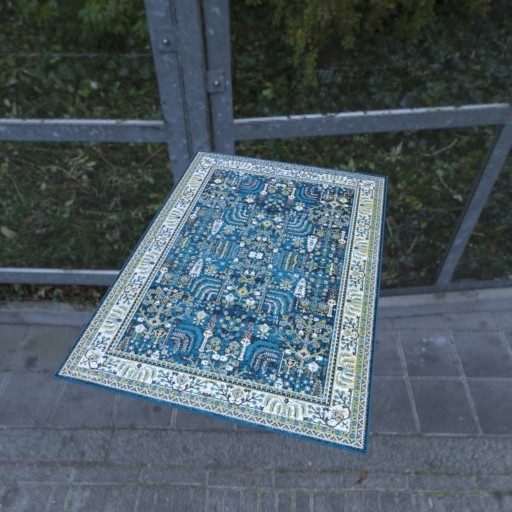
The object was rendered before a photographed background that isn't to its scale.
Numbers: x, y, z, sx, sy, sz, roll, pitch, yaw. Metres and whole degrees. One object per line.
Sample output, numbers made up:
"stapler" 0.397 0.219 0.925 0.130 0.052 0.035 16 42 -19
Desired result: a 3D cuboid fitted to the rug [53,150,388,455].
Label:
"rug" 0.000 0.000 2.891 1.594 0.013 2.213 10 46 10
